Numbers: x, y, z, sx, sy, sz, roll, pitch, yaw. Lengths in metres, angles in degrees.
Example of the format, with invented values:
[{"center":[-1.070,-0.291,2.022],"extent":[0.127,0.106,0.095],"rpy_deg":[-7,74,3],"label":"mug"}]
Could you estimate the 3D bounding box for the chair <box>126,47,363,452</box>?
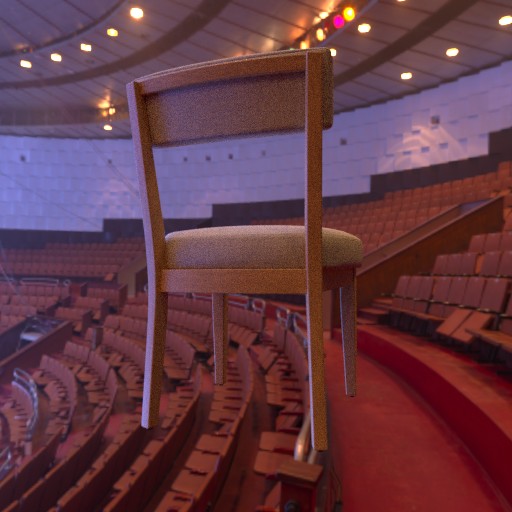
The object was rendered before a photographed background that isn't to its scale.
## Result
[{"center":[0.000,0.000,1.176],"extent":[0.508,0.832,0.572],"rpy_deg":[-1,-3,19],"label":"chair"}]
